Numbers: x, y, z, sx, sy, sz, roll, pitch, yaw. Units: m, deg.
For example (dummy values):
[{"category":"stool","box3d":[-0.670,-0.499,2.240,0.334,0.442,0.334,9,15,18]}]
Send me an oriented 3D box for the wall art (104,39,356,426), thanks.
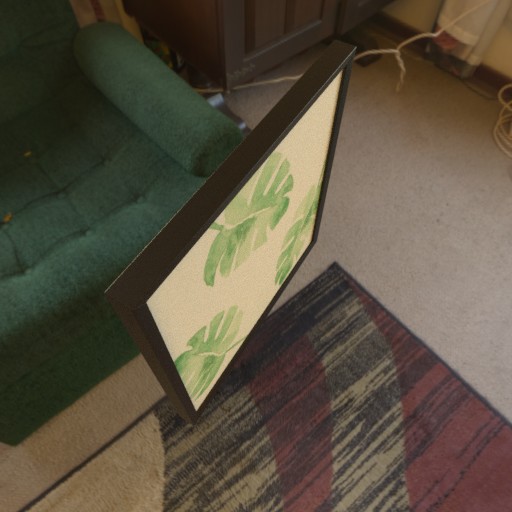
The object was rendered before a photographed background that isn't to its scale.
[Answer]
[{"category":"wall art","box3d":[0.000,0.000,0.759,0.036,0.508,0.508,28,61,17]}]
